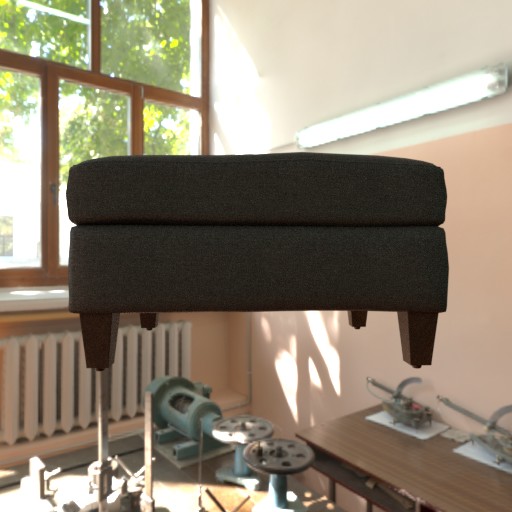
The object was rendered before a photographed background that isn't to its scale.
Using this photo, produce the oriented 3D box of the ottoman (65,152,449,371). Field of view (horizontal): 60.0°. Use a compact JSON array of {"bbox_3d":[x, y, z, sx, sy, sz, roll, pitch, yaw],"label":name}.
[{"bbox_3d":[0.000,0.000,1.228,0.826,0.496,0.639,0,0,-2],"label":"ottoman"}]
